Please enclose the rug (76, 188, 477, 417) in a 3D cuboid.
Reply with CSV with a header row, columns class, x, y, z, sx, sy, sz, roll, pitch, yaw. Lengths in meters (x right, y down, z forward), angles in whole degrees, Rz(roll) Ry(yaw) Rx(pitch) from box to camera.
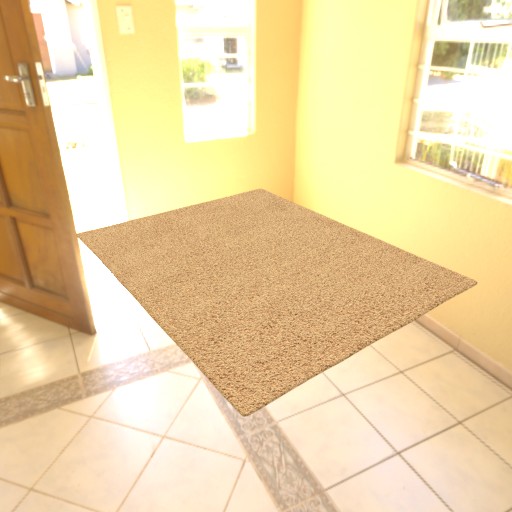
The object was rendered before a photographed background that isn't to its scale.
class,x,y,z,sx,sy,sz,roll,pitch,yaw
rug,0.000,0.000,4.188,2.438,0.029,3.047,-19,33,-32
